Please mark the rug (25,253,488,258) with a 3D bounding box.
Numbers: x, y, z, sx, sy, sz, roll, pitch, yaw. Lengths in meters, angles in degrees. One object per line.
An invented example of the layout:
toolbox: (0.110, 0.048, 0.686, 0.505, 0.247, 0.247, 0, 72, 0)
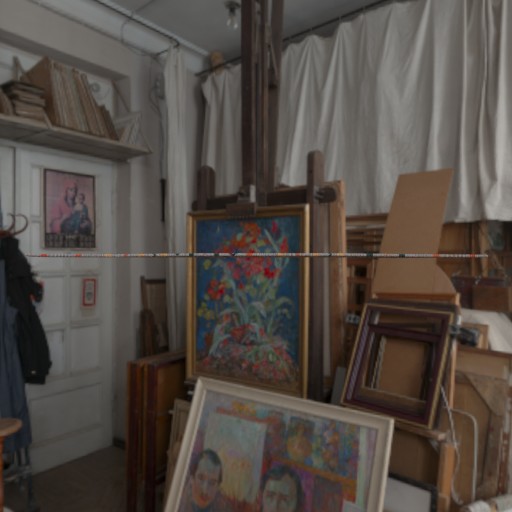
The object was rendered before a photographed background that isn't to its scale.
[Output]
rug: (0.000, 0.000, 2.678, 2.419, 0.022, 0.744, 0, 0, 0)
